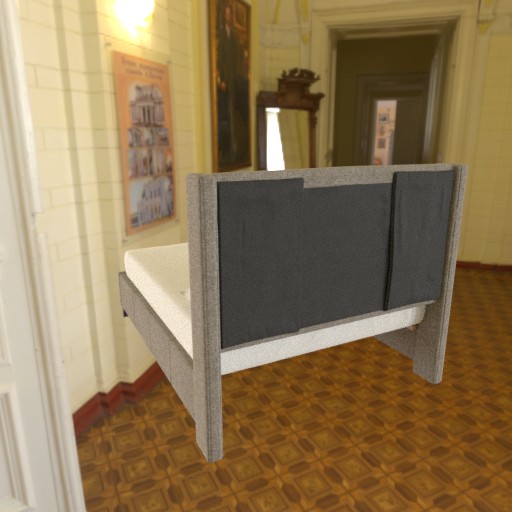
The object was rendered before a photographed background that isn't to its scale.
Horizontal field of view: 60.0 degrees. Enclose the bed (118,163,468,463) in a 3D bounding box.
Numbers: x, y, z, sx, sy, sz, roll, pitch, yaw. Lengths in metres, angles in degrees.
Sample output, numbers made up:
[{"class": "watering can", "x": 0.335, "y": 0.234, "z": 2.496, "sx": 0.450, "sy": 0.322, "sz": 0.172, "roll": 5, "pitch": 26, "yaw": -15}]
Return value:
[{"class": "bed", "x": 0.000, "y": 0.000, "z": 3.421, "sx": 1.714, "sy": 1.481, "sz": 2.245, "roll": -8, "pitch": 17, "yaw": -26}]
